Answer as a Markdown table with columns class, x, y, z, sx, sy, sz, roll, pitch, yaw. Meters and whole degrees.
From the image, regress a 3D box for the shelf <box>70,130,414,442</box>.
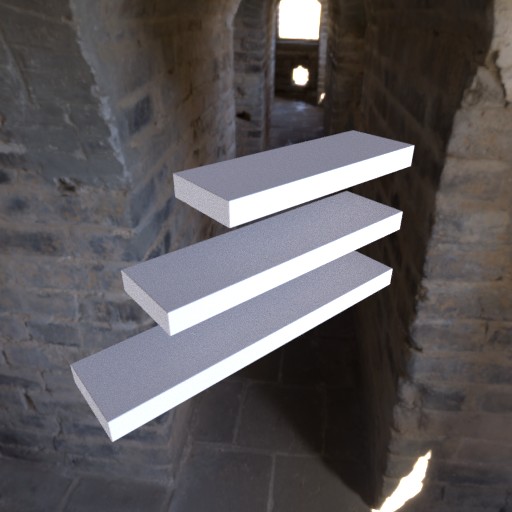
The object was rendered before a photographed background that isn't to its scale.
| class | x | y | z | sx | sy | sz | roll | pitch | yaw |
| --- | --- | --- | --- | --- | --- | --- | --- | --- | --- |
| shelf | 0.000 | 0.000 | 0.735 | 0.610 | 0.293 | 0.140 | -22 | 36 | -33 |
